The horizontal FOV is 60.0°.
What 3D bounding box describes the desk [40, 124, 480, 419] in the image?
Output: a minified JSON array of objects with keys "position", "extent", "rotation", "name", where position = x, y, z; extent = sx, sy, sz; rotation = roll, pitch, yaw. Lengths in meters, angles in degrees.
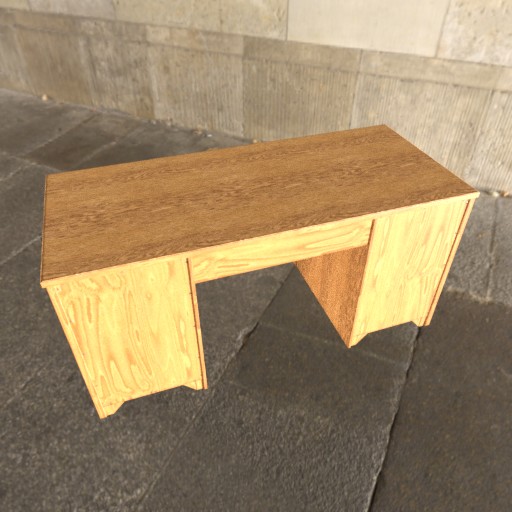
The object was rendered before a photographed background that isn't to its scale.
[{"position":[0.000,0.000,1.977],"extent":[1.567,0.751,0.685],"rotation":[-12,41,-14],"name":"desk"}]
